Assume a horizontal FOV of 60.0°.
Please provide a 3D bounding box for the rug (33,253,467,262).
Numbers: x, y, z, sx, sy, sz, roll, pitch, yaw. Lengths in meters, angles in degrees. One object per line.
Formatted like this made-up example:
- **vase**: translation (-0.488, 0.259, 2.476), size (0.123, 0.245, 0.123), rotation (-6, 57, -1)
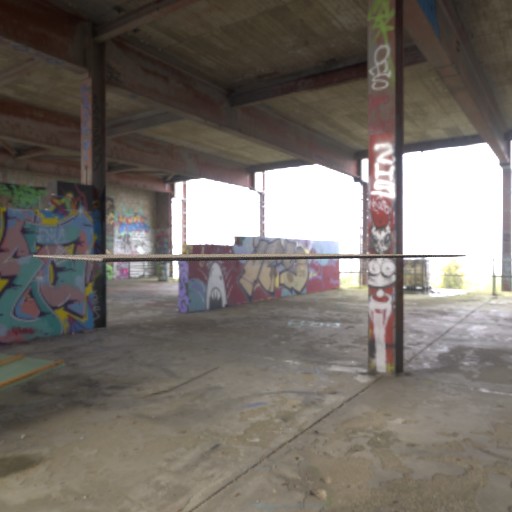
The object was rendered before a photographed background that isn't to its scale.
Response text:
- **rug**: translation (0.000, 0.000, 2.930), size (2.438, 0.015, 1.524), rotation (0, 1, -35)
